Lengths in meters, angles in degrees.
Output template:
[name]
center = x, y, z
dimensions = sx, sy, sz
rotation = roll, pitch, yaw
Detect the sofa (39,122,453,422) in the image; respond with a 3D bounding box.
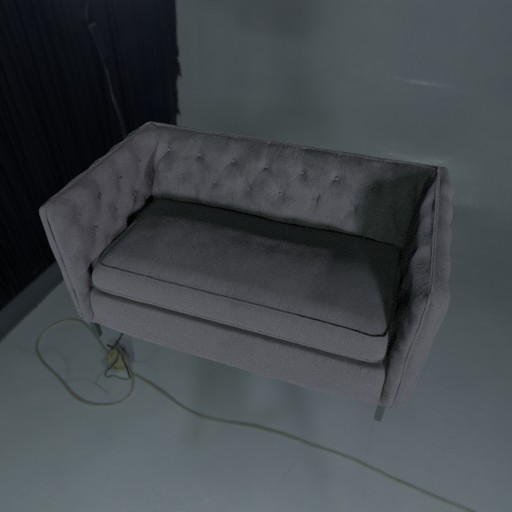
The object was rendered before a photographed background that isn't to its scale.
[sofa]
center = 0.000, 0.000, 2.099
dimensions = 1.583, 0.810, 0.909
rotation = 13, 42, 14
